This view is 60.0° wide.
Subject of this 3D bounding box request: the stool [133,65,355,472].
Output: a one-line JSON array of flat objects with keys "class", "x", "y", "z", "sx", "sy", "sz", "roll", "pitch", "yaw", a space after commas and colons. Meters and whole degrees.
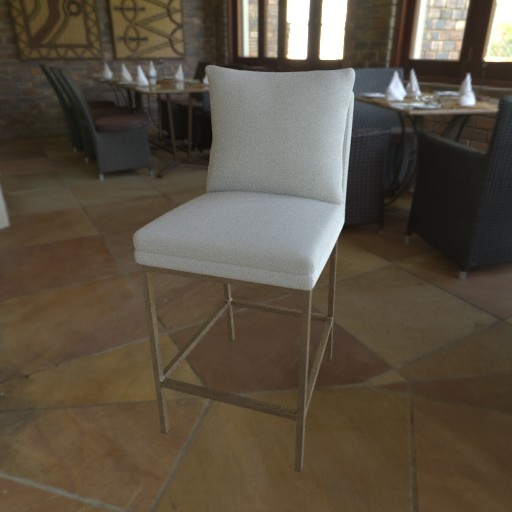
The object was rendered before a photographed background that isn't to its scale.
[{"class": "stool", "x": 0.000, "y": 0.000, "z": 1.319, "sx": 0.463, "sy": 1.032, "sz": 0.572, "roll": 8, "pitch": 26, "yaw": 17}]
